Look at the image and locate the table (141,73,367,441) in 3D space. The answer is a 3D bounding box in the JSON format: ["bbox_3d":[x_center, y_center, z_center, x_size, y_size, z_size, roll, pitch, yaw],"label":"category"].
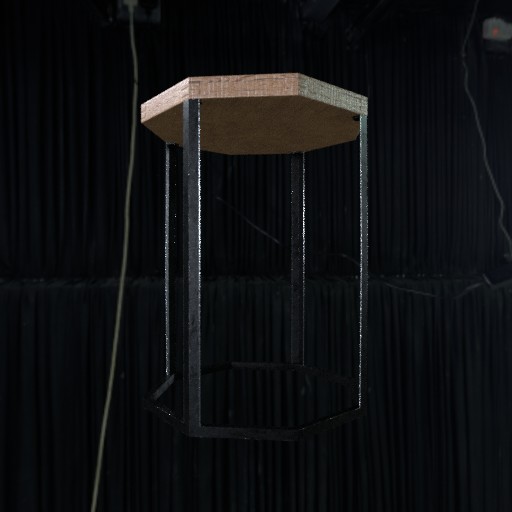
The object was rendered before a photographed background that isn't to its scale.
[{"bbox_3d":[0.000,0.000,0.875,0.437,0.553,0.437,0,1,-17],"label":"table"}]
